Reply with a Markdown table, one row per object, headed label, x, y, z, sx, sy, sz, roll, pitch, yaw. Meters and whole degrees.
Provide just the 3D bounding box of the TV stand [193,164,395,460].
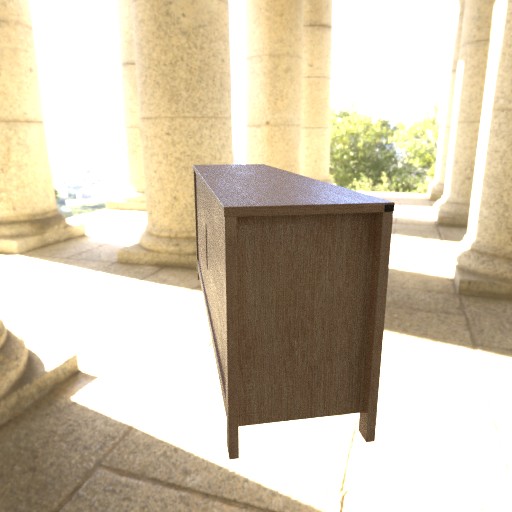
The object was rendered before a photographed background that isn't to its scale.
| label | x | y | z | sx | sy | sz | roll | pitch | yaw |
| --- | --- | --- | --- | --- | --- | --- | --- | --- | --- |
| TV stand | 0.000 | 0.000 | 1.712 | 0.398 | 0.610 | 1.466 | -3 | 15 | -10 |
